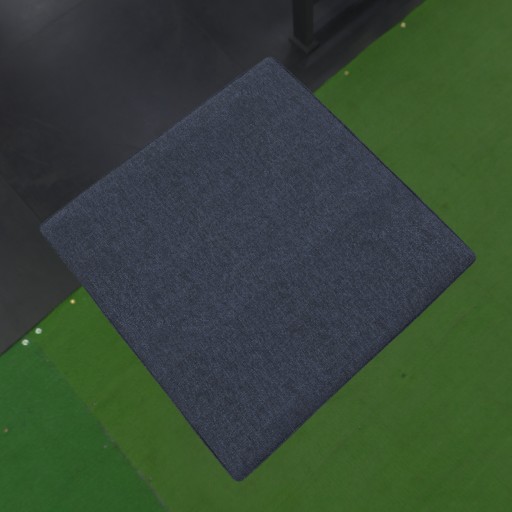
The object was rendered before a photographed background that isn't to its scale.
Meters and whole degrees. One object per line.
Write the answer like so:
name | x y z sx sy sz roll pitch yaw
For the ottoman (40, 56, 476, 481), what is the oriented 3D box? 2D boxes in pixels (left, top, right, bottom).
ottoman | 0.000 0.000 1.569 1.023 0.423 1.017 -39 79 -10
